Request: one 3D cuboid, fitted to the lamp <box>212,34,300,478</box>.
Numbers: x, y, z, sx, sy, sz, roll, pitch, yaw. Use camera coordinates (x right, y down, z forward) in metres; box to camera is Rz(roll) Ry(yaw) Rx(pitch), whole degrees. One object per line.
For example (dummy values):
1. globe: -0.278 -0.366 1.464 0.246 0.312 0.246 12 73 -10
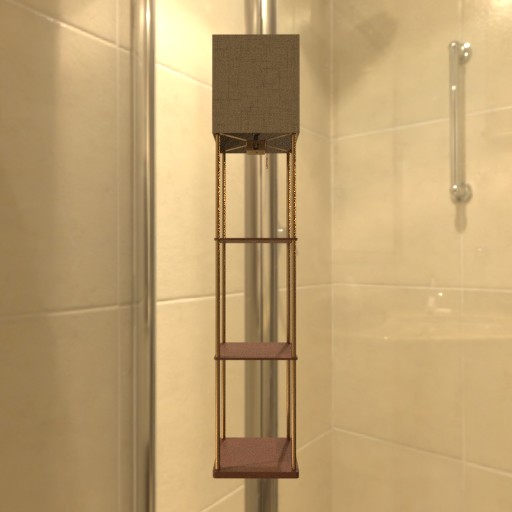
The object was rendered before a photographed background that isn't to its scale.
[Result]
1. lamp: 0.000 0.000 1.718 0.310 1.569 0.308 0 0 0
